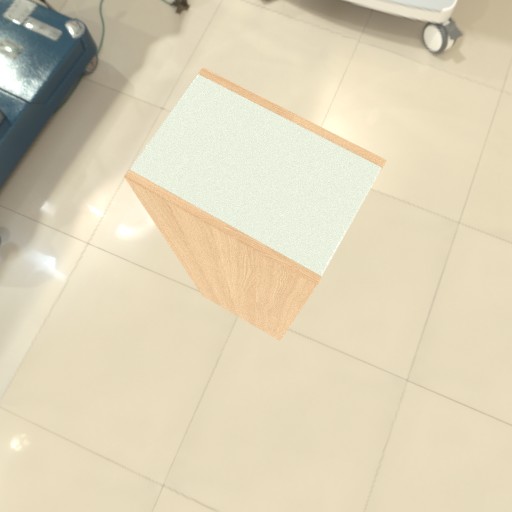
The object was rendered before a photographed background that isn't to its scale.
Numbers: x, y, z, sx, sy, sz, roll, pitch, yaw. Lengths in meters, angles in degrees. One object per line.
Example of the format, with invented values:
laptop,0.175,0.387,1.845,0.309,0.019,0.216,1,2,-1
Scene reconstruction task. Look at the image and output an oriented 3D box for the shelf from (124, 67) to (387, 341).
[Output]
shelf,0.000,0.000,1.013,0.290,0.882,0.197,29,77,8
